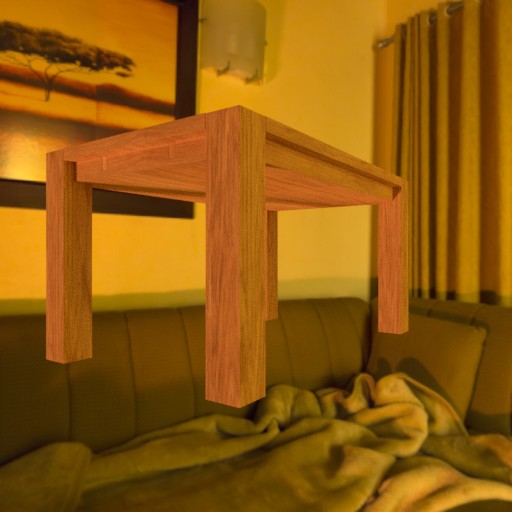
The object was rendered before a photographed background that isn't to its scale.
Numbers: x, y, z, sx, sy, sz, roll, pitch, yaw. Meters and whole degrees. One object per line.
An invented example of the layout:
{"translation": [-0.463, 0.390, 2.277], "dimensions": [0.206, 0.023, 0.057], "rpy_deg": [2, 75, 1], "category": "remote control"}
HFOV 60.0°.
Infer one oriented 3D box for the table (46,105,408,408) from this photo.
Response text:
{"translation": [0.000, 0.000, 1.937], "dimensions": [0.900, 0.760, 1.400], "rpy_deg": [0, 0, 36], "category": "table"}
